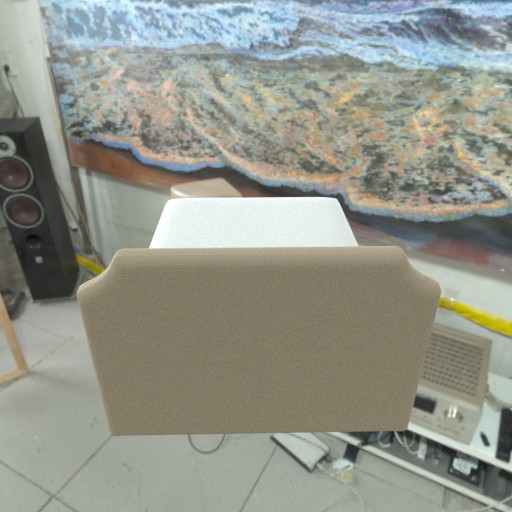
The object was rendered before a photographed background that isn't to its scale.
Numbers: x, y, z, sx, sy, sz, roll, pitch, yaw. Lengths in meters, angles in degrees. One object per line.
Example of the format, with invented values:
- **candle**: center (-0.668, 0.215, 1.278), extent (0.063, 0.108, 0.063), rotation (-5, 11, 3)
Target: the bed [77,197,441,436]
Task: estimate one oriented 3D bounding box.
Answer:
- **bed**: center (0.000, 0.000, 3.330), extent (1.828, 1.301, 2.204), rotation (-1, 31, -1)
